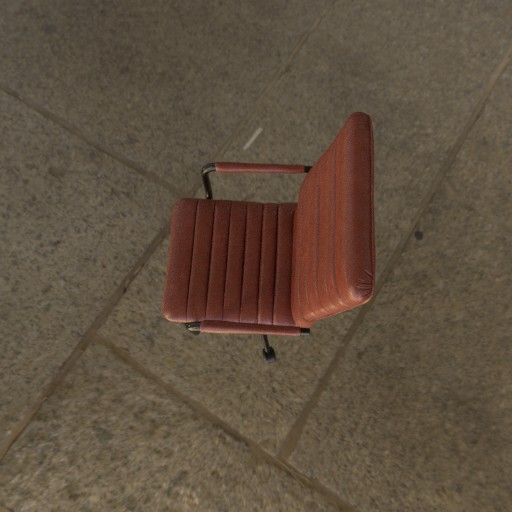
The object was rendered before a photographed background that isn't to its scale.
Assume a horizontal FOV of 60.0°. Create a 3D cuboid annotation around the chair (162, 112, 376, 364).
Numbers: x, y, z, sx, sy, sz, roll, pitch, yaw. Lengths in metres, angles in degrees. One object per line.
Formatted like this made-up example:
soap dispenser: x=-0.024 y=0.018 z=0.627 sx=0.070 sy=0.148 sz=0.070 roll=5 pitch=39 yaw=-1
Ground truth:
chair: x=0.000 y=0.000 z=1.344 sx=0.580 sy=0.979 sz=0.608 roll=3 pitch=75 yaw=1
